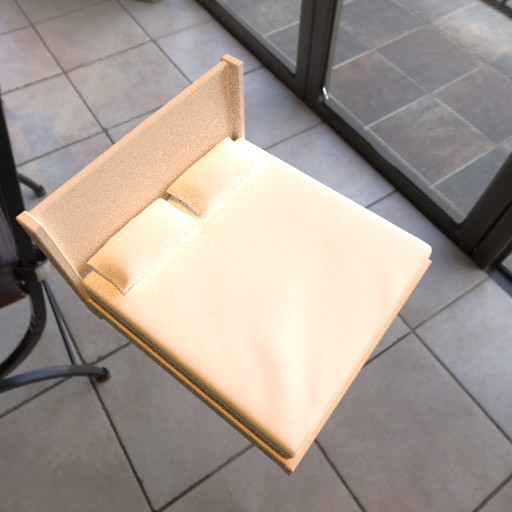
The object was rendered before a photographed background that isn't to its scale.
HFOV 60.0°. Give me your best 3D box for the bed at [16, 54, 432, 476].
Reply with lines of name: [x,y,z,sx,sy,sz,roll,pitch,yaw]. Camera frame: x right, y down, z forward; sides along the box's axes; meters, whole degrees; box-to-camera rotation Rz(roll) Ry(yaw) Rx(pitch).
bed: [0.000,0.000,3.568,2.293,1.471,2.145,34,65,18]
